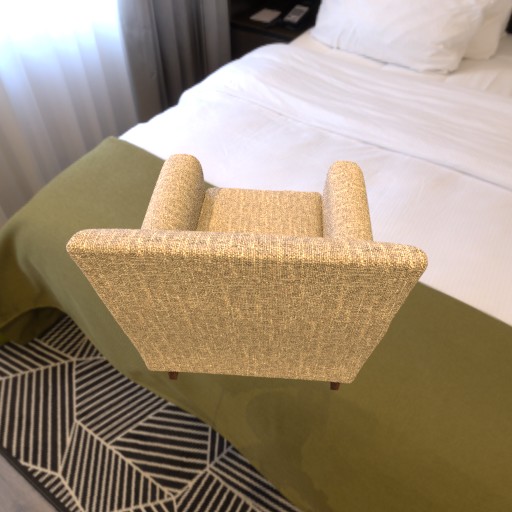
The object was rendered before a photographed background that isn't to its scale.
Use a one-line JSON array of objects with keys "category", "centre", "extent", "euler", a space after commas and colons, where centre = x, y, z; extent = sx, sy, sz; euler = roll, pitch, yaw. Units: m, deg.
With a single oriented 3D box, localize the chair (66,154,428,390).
[{"category": "chair", "centre": [0.000, 0.000, 1.661], "extent": [0.864, 0.928, 0.873], "euler": [3, 47, 3]}]
